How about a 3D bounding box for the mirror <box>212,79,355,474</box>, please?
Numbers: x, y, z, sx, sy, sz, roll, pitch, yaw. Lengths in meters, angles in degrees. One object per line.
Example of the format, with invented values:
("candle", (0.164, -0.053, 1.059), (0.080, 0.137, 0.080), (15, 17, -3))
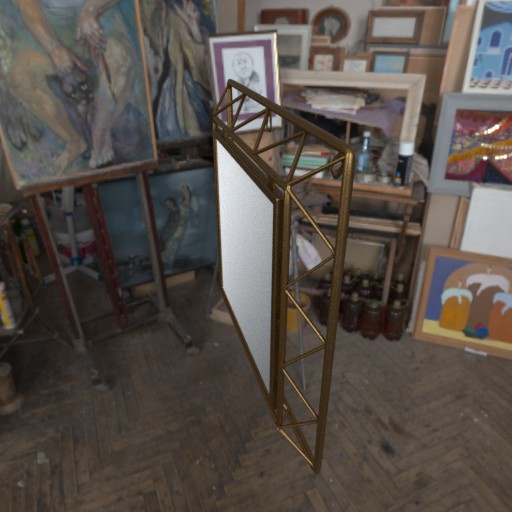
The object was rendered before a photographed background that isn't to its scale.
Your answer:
("mirror", (0.000, 0.000, 0.620), (0.046, 0.414, 0.416), (-8, 30, -15))
